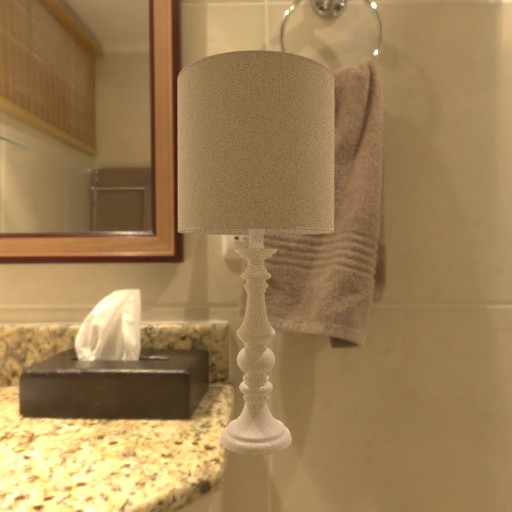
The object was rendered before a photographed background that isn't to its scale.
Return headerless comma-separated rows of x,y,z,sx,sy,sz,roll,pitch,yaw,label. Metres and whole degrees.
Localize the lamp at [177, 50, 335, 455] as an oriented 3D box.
0.000,0.000,0.719,0.250,0.597,0.250,-1,1,-37,lamp
